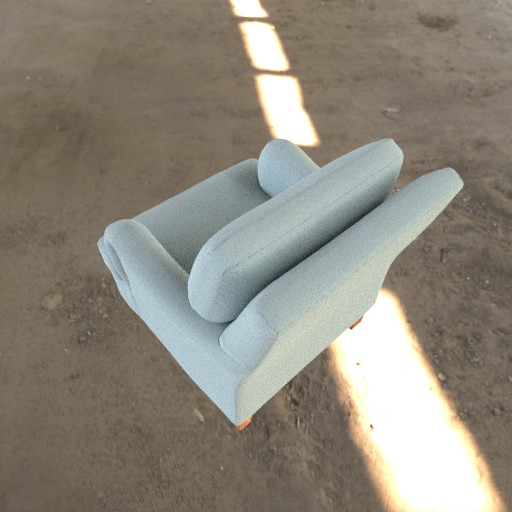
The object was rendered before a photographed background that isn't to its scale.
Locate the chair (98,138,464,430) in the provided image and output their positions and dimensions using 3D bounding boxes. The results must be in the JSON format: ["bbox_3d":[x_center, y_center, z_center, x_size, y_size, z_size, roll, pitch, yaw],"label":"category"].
[{"bbox_3d":[0.000,0.000,1.825,0.955,1.038,1.070,-34,55,-28],"label":"chair"}]
